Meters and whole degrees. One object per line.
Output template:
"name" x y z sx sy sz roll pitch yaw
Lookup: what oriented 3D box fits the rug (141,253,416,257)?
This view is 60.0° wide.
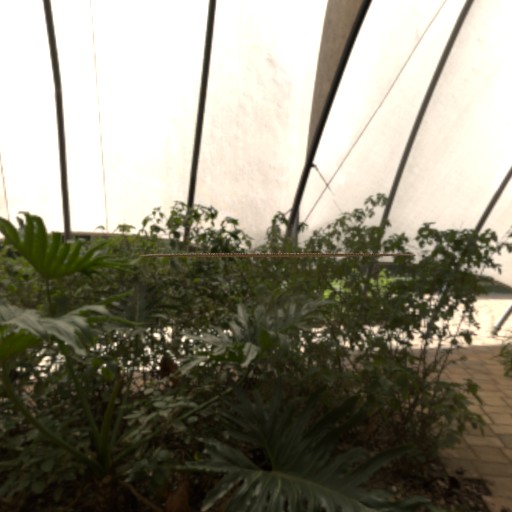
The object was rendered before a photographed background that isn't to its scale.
"rug" 0.000 0.000 3.035 1.520 0.006 2.432 0 0 -17
